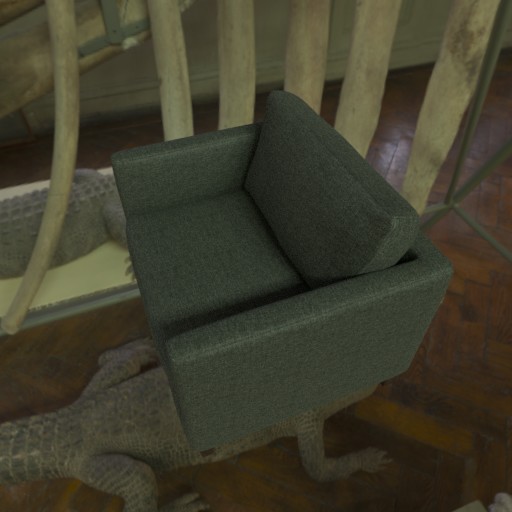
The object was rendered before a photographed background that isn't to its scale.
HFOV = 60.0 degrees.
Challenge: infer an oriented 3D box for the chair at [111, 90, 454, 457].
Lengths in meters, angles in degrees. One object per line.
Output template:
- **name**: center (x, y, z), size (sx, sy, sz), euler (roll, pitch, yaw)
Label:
- **chair**: center (0.000, 0.000, 1.810), size (0.959, 0.963, 1.107), euler (-16, 48, -15)
